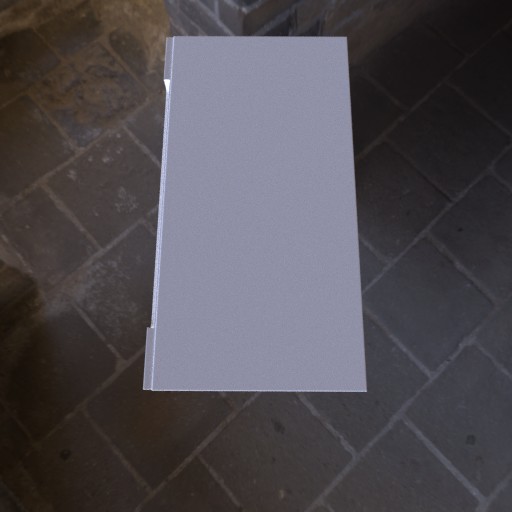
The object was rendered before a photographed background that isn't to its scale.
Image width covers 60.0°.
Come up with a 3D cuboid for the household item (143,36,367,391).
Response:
[{"bbox_3d":[0.000,0.000,1.418,0.420,1.010,0.790,0,75,0],"label":"household item"}]
